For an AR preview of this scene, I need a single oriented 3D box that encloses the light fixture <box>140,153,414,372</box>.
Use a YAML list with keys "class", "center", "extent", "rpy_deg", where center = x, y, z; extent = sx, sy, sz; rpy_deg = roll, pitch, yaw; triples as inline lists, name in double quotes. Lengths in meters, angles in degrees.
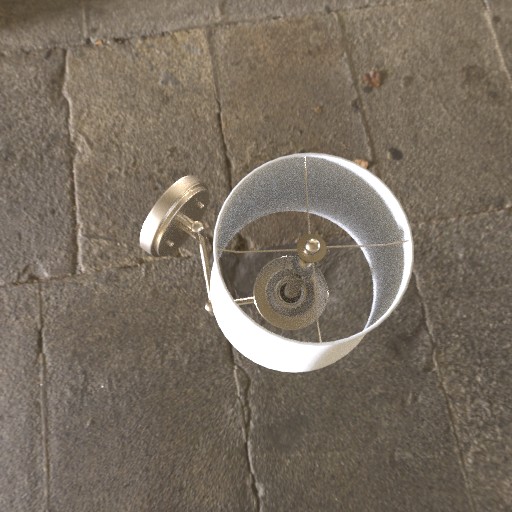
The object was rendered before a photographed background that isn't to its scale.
- class: "light fixture"
  center: [0.000, 0.000, 0.582]
  extent: [0.348, 0.381, 0.223]
  rpy_deg: [35, 79, 8]
